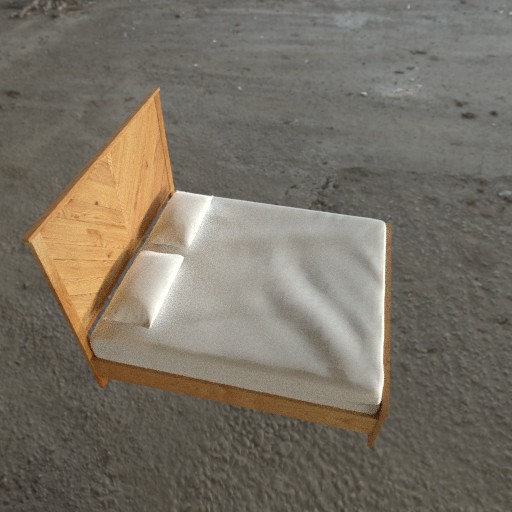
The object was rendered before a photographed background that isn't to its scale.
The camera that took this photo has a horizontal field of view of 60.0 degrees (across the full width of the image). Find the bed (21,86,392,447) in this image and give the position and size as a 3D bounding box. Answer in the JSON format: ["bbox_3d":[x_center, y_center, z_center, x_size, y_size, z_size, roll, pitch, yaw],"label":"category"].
[{"bbox_3d":[0.000,0.000,3.517,2.201,1.686,1.936,9,46,9],"label":"bed"}]
